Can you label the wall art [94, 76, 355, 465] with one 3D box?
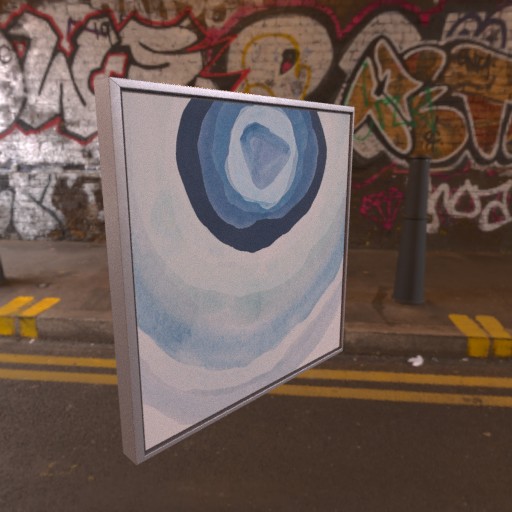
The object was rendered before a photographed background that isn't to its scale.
[{"bbox_3d":[0.000,0.000,0.512,0.028,0.349,0.349,13,18,43],"label":"wall art"}]
